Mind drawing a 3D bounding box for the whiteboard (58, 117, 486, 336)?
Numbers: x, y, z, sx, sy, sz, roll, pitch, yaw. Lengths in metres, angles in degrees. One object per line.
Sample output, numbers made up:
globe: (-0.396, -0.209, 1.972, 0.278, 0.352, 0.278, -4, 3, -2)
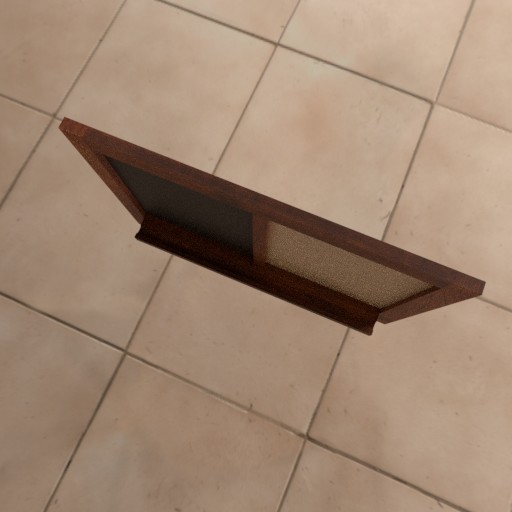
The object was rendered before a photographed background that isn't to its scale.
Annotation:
whiteboard: (0.000, 0.000, 1.008, 0.768, 0.553, 0.083, 22, 77, 5)
